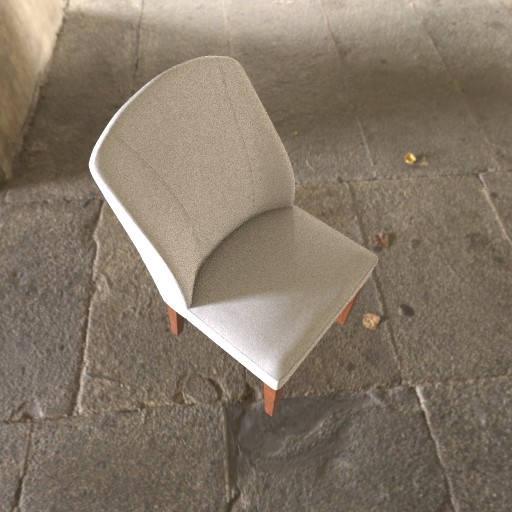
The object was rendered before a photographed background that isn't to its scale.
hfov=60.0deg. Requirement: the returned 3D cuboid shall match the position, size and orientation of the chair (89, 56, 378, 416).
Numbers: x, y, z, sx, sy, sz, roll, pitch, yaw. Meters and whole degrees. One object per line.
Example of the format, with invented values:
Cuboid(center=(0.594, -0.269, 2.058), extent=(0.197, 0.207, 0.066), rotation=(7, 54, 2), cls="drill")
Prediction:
Cuboid(center=(0.000, 0.000, 1.220), extent=(0.540, 0.893, 0.472), rotation=(35, 64, 20), cls="chair")
